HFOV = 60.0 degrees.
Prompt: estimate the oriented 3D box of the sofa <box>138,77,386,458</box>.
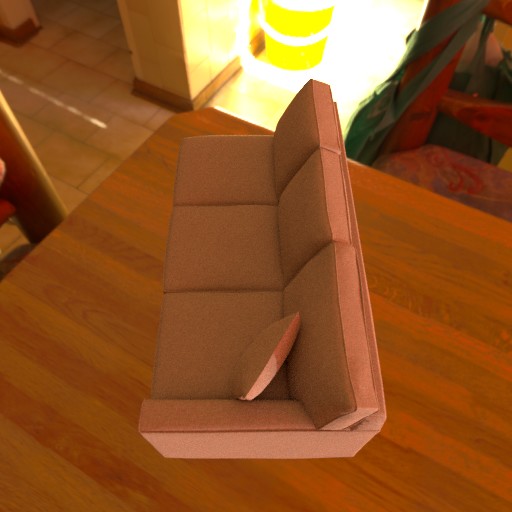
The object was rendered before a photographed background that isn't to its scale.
[{"bbox_3d":[0.000,0.000,2.484,1.034,0.946,1.963,0,57,0],"label":"sofa"}]
